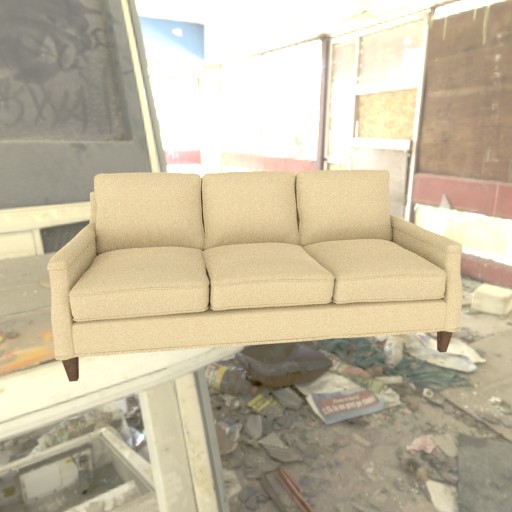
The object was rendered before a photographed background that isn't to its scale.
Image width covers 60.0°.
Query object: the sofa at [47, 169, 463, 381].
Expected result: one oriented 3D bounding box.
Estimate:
[{"bbox_3d":[0.000,0.000,2.813,2.246,1.003,1.084,-2,16,-8],"label":"sofa"}]
